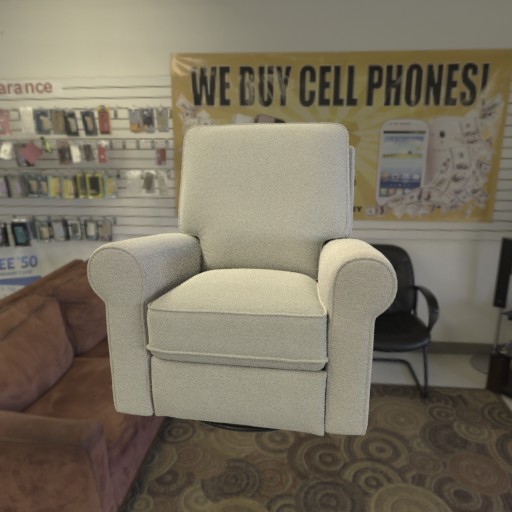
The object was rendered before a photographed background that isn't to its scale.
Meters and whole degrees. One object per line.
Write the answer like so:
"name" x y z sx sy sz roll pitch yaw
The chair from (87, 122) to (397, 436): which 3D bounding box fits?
"chair" 0.000 0.000 1.630 0.890 0.960 0.878 2 15 8
